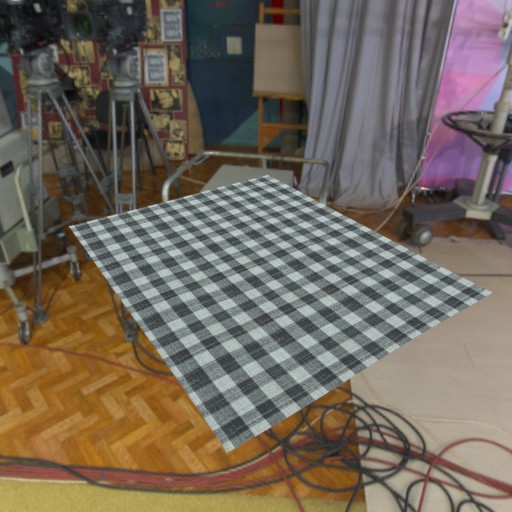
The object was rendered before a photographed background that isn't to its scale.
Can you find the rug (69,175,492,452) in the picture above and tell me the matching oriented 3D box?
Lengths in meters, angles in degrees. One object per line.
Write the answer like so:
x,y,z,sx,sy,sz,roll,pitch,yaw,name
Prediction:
0.000,0.000,3.928,2.432,0.013,3.021,-20,37,-29,rug
